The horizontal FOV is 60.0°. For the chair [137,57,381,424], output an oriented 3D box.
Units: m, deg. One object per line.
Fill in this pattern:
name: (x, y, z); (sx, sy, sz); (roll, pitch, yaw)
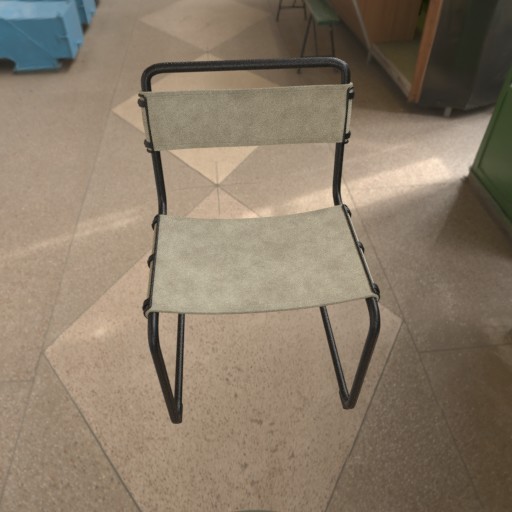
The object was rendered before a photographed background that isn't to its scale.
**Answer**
chair: (0.000, 0.000, 1.068); (0.499, 0.747, 0.497); (-4, 44, -4)
